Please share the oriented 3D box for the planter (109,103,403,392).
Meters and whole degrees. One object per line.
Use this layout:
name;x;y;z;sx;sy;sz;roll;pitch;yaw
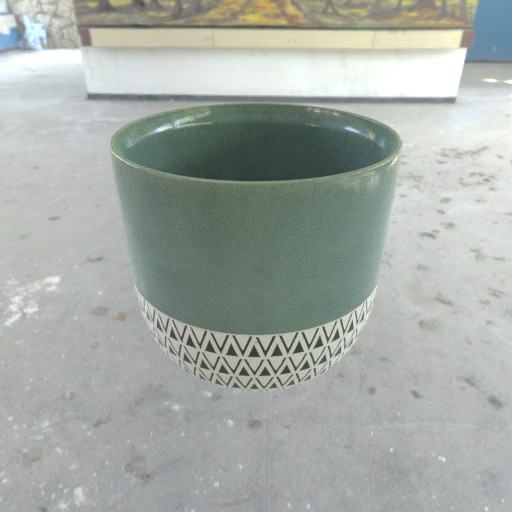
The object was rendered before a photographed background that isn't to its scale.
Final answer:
planter;0.000;0.000;0.483;0.266;0.270;0.266;0;30;0
